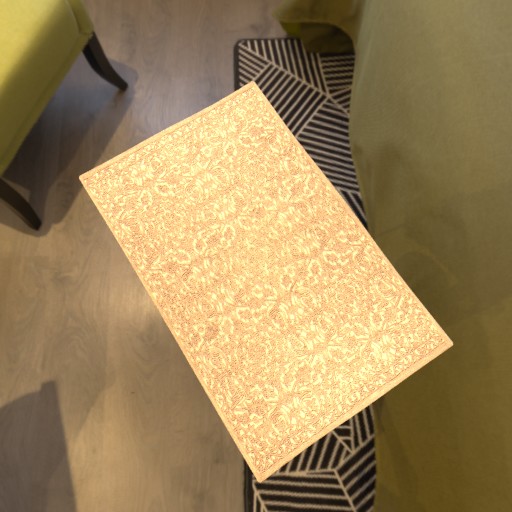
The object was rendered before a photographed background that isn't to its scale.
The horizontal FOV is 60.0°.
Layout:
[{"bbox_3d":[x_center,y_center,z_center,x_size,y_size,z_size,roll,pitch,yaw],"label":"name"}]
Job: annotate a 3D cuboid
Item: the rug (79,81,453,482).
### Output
[{"bbox_3d":[0.000,0.000,3.084,1.529,0.012,2.435,-32,76,-9],"label":"rug"}]
